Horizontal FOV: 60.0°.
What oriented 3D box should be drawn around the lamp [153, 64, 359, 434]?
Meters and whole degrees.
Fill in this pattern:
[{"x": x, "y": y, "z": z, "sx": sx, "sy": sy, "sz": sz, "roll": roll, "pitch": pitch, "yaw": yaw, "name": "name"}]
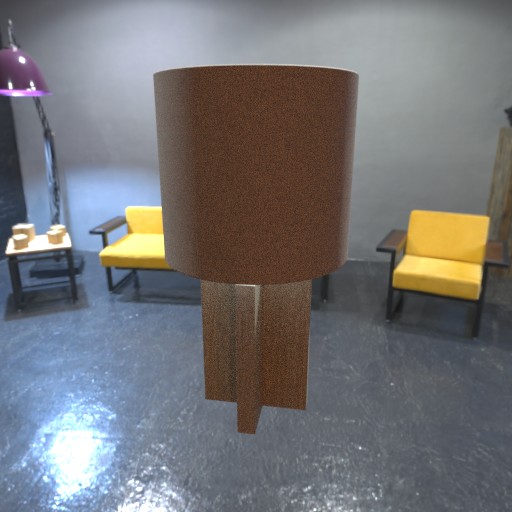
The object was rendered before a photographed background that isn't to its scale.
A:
[{"x": 0.000, "y": 0.000, "z": 0.566, "sx": 0.229, "sy": 0.428, "sz": 0.229, "roll": 3, "pitch": 17, "yaw": 10, "name": "lamp"}]
